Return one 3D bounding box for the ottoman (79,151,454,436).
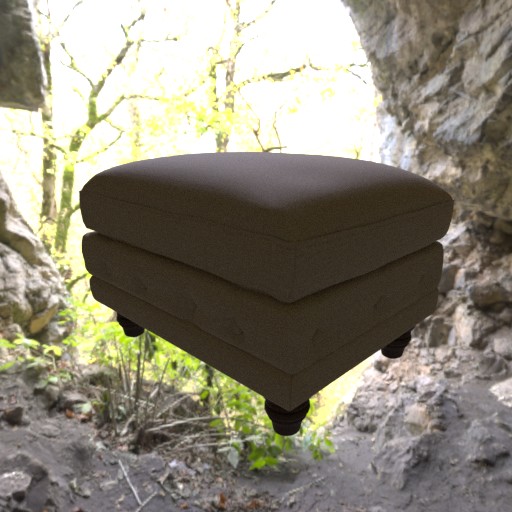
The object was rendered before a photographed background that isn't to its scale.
[{"bbox_3d":[0.000,0.000,1.027,0.541,0.463,0.684,-16,23,-42],"label":"ottoman"}]
